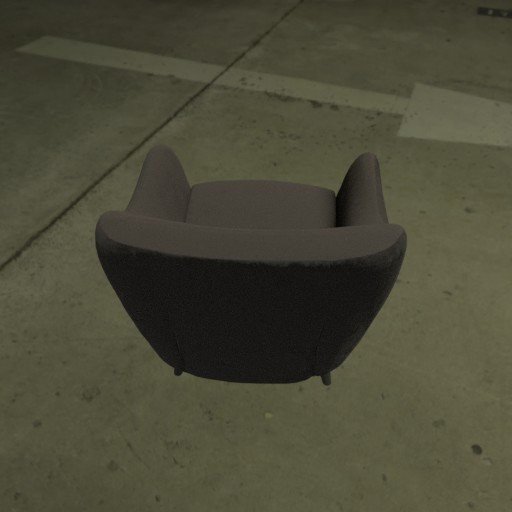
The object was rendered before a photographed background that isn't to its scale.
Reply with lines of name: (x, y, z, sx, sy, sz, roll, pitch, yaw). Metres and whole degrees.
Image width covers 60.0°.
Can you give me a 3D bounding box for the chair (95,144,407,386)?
chair: (0.000, 0.000, 1.512, 0.840, 0.807, 0.819, 3, 45, 3)
